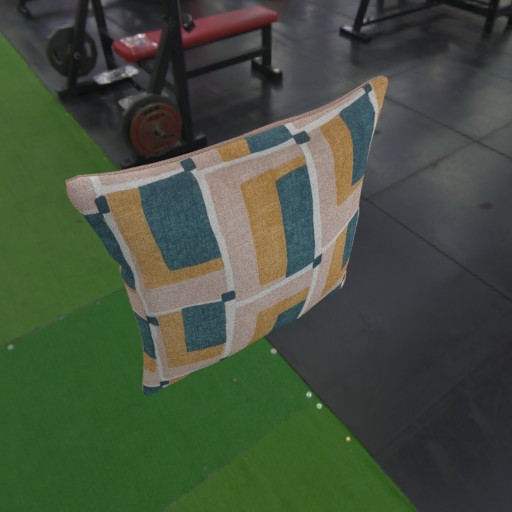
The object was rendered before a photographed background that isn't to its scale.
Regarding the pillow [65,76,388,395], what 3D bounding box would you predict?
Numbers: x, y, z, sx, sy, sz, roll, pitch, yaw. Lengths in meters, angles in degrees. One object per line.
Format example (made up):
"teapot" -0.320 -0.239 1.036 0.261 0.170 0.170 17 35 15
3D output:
"pillow" 0.000 0.000 0.726 0.478 0.479 0.158 -25 51 -22
